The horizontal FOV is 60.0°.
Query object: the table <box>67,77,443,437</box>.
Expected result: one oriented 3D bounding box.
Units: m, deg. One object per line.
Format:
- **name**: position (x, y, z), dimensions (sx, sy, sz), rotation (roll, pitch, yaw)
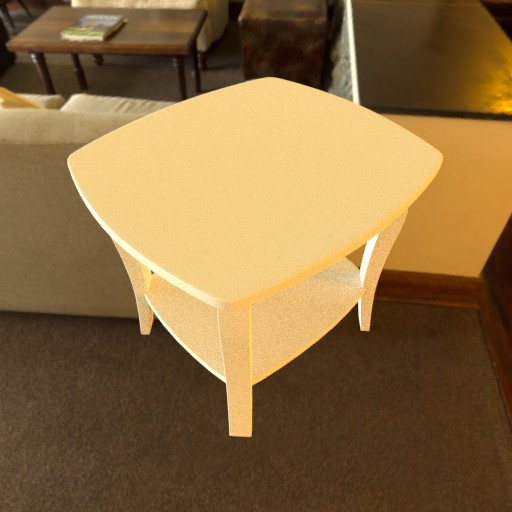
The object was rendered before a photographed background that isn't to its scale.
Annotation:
- **table**: position (0.000, 0.000, 0.837), dimensions (0.502, 0.438, 0.451), rotation (-33, 54, -28)
